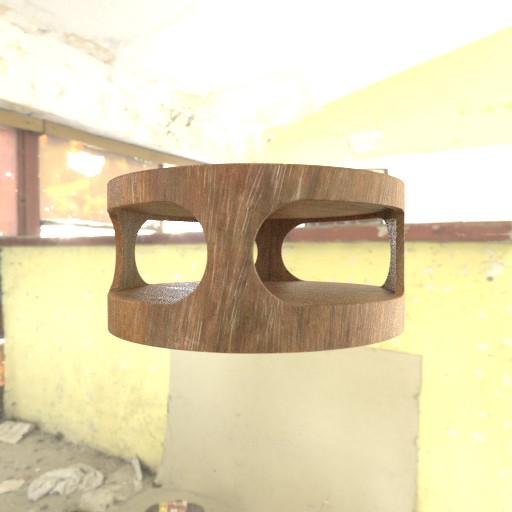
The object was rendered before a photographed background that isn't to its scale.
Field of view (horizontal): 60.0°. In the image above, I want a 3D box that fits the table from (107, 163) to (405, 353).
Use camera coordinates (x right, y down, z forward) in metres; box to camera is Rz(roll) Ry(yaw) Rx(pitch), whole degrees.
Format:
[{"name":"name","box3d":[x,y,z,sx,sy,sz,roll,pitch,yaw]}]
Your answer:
[{"name":"table","box3d":[0.000,0.000,1.532,0.974,0.450,0.974,0,1,0]}]
